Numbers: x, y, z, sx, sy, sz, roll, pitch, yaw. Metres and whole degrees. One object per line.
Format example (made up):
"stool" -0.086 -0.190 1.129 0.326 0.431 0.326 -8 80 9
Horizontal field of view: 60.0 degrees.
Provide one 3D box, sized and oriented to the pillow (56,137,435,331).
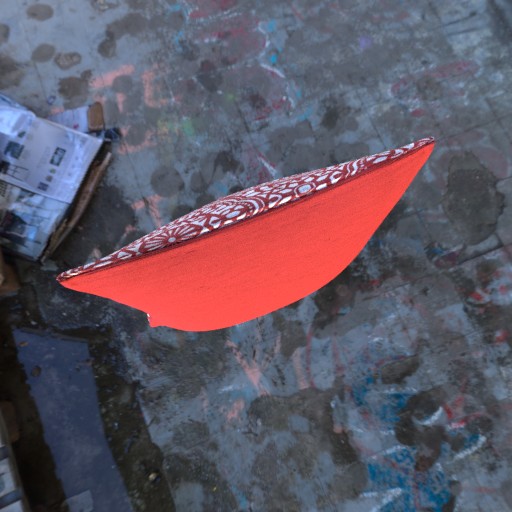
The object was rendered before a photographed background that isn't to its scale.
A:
"pillow" 0.000 0.000 0.674 0.438 0.419 0.162 -21 76 -5
